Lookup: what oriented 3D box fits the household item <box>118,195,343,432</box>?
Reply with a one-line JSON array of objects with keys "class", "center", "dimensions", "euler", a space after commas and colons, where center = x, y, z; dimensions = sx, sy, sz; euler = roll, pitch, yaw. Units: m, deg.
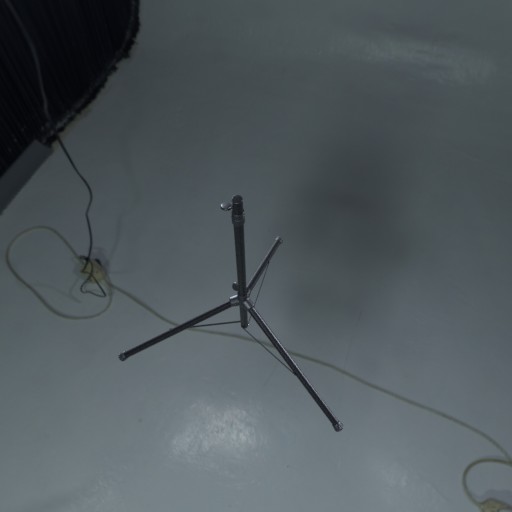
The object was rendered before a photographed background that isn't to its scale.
[{"class": "household item", "center": [0.000, 0.000, 2.640], "dimensions": [1.596, 1.595, 1.339], "euler": [16, 60, 10]}]
